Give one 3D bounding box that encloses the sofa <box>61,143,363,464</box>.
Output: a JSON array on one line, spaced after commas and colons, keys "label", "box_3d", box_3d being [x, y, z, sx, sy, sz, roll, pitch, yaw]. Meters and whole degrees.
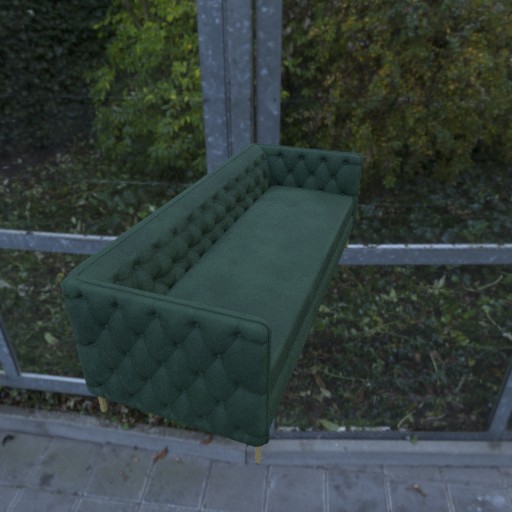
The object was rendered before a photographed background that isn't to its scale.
[{"label": "sofa", "box_3d": [0.000, 0.000, 2.685, 0.895, 0.771, 2.209, 10, 31, 18]}]
